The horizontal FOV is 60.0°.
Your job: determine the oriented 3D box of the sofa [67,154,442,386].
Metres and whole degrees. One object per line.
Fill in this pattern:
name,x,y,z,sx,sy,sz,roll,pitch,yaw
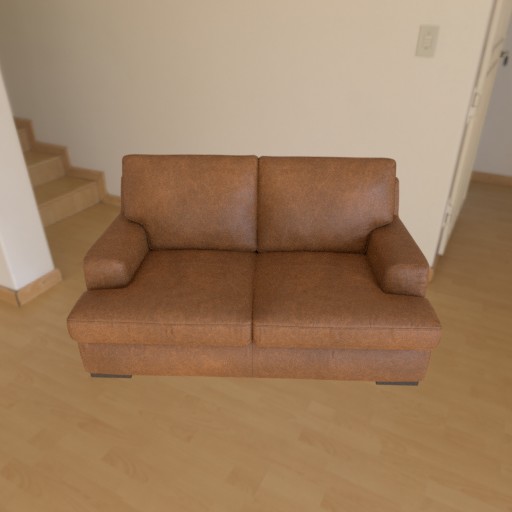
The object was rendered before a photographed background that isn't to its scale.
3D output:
sofa,0.000,0.000,2.567,1.880,0.966,1.144,1,30,2
